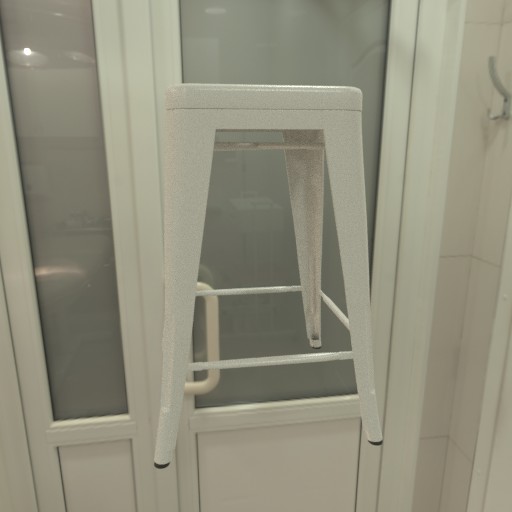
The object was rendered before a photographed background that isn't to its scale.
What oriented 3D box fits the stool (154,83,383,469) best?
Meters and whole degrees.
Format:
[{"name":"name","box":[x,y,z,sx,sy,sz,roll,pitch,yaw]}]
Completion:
[{"name":"stool","box":[0.000,0.000,0.880,0.406,0.610,0.406,-2,15,-8]}]
